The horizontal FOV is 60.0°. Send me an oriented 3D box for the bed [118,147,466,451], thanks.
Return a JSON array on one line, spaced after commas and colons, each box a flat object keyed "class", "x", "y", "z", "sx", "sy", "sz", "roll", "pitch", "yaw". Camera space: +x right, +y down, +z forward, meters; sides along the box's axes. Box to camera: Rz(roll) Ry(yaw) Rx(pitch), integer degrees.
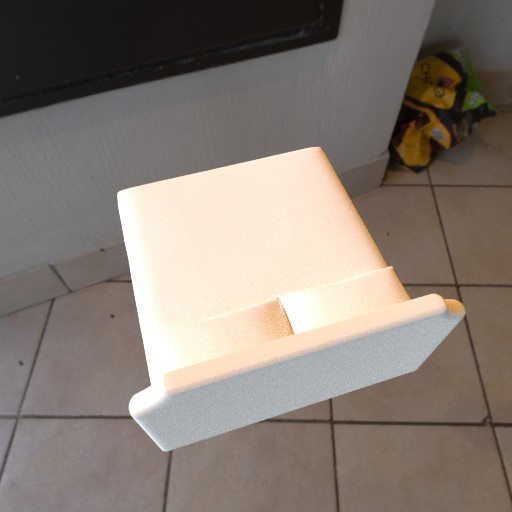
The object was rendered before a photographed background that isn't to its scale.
[{"class": "bed", "x": 0.000, "y": 0.000, "z": 3.573, "sx": 2.160, "sy": 1.301, "sz": 2.204, "roll": -15, "pitch": 58, "yaw": -9}]
